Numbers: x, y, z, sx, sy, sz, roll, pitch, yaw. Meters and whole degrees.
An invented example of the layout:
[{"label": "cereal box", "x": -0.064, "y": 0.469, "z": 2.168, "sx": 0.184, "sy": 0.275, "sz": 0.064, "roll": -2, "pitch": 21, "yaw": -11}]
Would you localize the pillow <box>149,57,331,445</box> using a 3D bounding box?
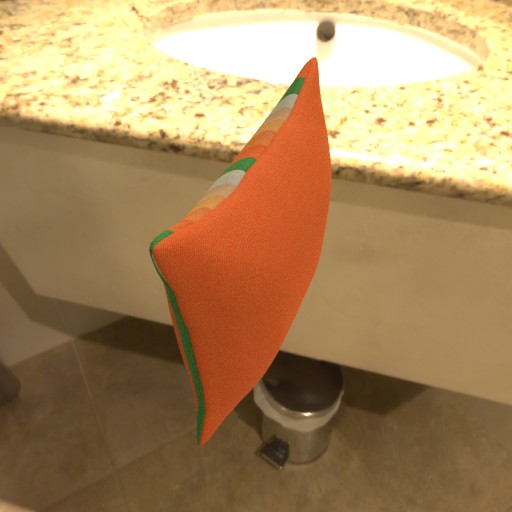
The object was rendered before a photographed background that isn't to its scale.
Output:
[{"label": "pillow", "x": 0.000, "y": 0.000, "z": 0.684, "sx": 0.169, "sy": 0.444, "sz": 0.453, "roll": 17, "pitch": 48, "yaw": 16}]
